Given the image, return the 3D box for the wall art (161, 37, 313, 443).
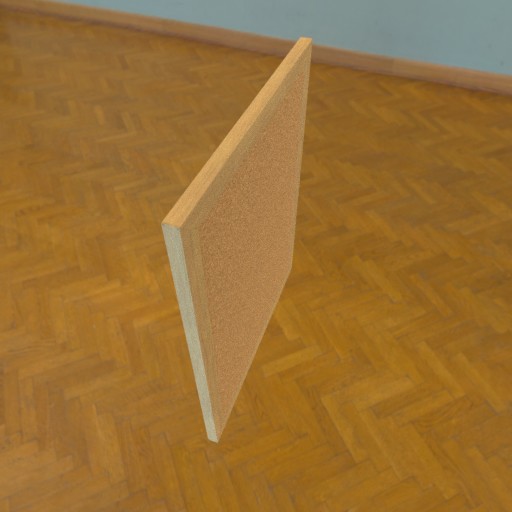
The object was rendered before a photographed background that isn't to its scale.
[{"bbox_3d":[0.000,0.000,0.769,0.020,0.561,0.460,16,50,14],"label":"wall art"}]
